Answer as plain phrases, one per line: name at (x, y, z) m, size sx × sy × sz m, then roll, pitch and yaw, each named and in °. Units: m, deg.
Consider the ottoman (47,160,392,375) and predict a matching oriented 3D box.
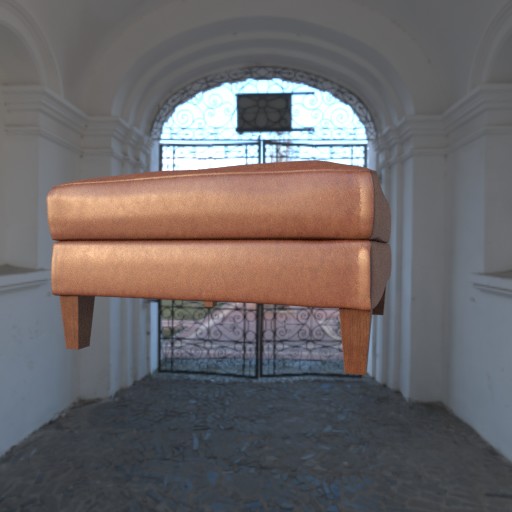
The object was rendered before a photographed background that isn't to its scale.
ottoman at (0.000, 0.000, 1.461) m, size 0.836 × 0.472 × 0.987 m, roll 0°, pitch 1°, yaw 18°
